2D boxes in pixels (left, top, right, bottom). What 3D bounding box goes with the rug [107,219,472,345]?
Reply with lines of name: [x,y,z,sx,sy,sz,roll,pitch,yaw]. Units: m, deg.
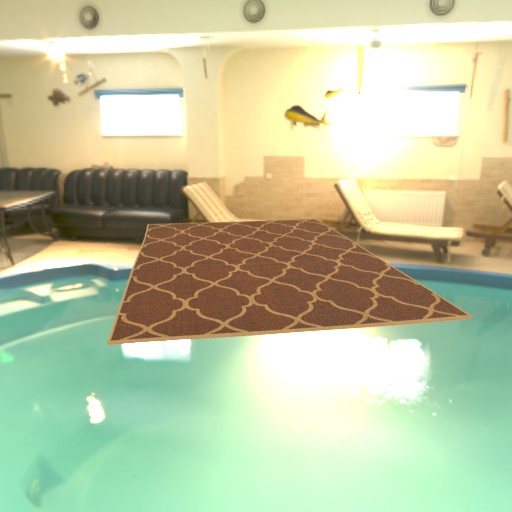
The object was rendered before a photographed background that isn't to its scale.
rug: [0.000,0.000,2.867,1.526,0.014,2.290,-3,16,-9]
